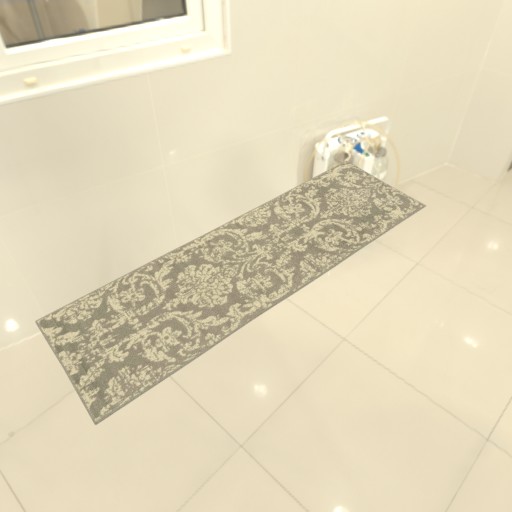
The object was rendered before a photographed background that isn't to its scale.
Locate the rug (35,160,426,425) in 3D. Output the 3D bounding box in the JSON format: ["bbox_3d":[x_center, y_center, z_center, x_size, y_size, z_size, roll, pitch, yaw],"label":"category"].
[{"bbox_3d":[0.000,0.000,2.434,2.196,0.011,0.662,-30,52,-27],"label":"rug"}]
